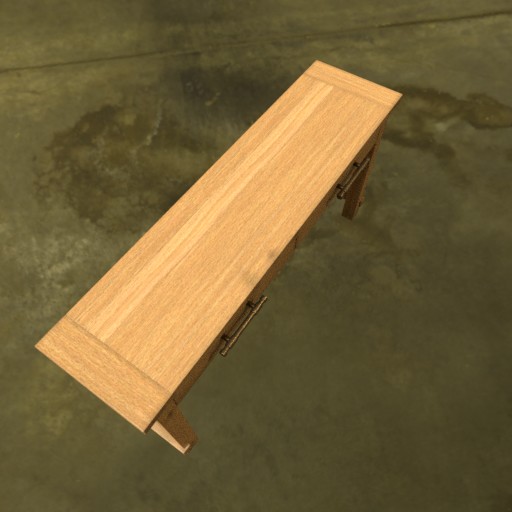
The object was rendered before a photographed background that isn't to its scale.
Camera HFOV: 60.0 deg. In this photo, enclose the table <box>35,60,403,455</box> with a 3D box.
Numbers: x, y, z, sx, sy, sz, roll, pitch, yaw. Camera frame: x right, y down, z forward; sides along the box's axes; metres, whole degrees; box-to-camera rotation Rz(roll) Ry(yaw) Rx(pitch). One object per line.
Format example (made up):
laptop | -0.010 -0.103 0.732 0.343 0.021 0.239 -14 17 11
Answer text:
table | 0.000 0.000 1.865 0.442 0.762 1.599 30 63 17
